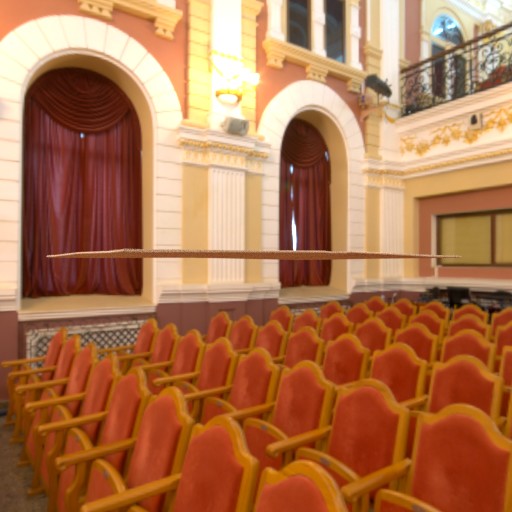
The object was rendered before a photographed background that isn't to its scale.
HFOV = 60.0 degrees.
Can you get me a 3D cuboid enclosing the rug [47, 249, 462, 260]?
[{"bbox_3d":[0.000,0.000,3.003,2.346,0.029,1.574,1,-1,-34],"label":"rug"}]
